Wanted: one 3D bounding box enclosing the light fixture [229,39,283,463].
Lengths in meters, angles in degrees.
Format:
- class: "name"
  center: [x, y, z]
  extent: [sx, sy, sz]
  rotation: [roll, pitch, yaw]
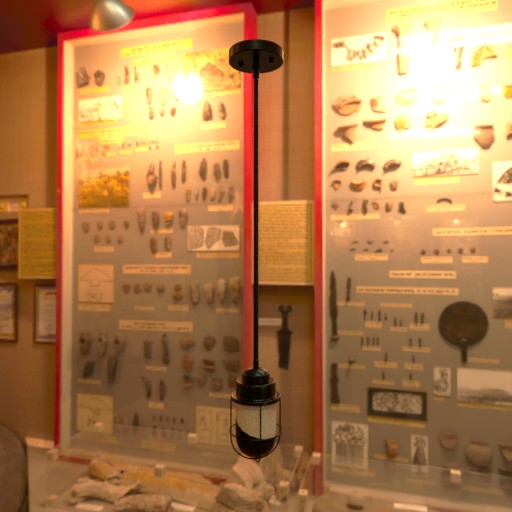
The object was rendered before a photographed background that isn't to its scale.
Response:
- class: "light fixture"
  center: [0.000, 0.000, 1.001]
  extent: [0.123, 0.920, 0.123]
  rotation: [0, 0, 17]
